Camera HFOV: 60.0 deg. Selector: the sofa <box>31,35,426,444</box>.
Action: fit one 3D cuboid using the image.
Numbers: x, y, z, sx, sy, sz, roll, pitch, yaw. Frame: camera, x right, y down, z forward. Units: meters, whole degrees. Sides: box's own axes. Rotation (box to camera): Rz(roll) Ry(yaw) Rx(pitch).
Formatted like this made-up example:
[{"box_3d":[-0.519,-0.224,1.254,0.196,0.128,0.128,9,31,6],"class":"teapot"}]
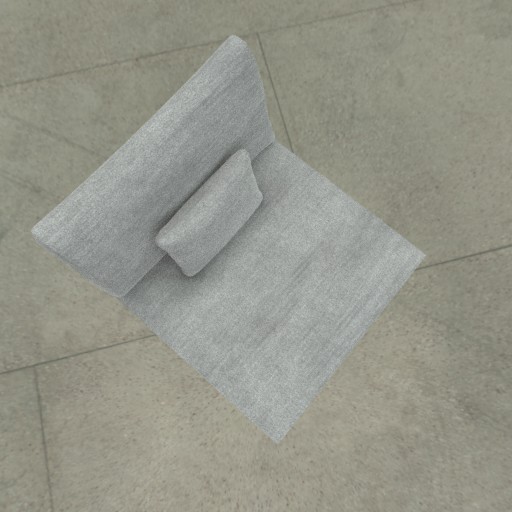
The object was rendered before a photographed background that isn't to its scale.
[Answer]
[{"box_3d":[0.000,0.000,1.662,1.000,0.820,0.930,40,79,9],"class":"sofa"}]
